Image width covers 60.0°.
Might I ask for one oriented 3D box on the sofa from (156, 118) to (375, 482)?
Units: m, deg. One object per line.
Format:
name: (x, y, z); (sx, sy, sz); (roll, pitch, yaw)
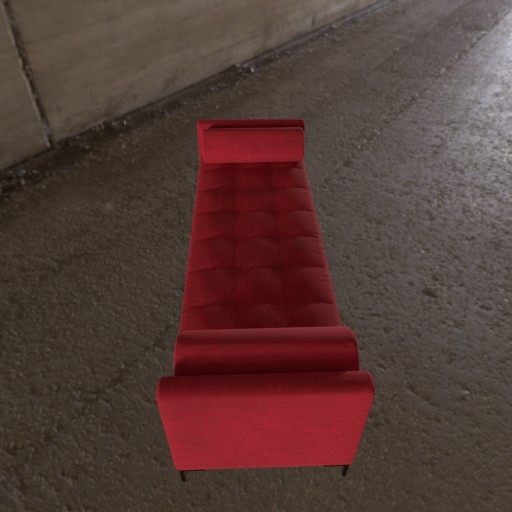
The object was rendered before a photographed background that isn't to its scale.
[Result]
sofa: (0.000, 0.000, 2.293); (0.686, 0.635, 1.981); (-1, 41, -1)
